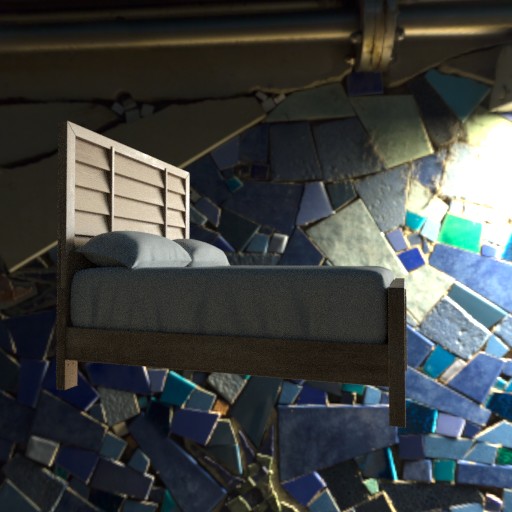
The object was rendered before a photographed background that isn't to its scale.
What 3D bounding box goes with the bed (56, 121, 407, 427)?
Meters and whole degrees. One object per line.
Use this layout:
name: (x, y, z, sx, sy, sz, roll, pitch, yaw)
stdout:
bed: (0.000, 0.000, 3.144, 2.017, 1.631, 1.615, 0, -1, 19)
